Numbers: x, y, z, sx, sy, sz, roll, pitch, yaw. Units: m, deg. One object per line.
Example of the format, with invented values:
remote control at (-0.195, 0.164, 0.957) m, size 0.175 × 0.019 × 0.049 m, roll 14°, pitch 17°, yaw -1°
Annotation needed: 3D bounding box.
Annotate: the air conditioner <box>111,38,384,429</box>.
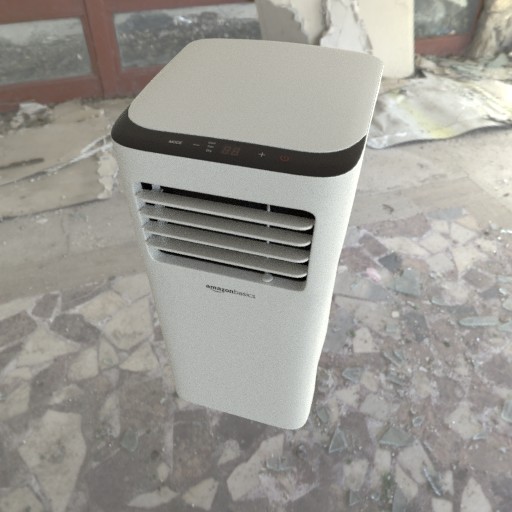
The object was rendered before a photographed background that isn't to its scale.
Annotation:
air conditioner at (0.000, 0.000, 0.893) m, size 0.352 × 0.716 × 0.369 m, roll 11°, pitch 43°, yaw 12°
